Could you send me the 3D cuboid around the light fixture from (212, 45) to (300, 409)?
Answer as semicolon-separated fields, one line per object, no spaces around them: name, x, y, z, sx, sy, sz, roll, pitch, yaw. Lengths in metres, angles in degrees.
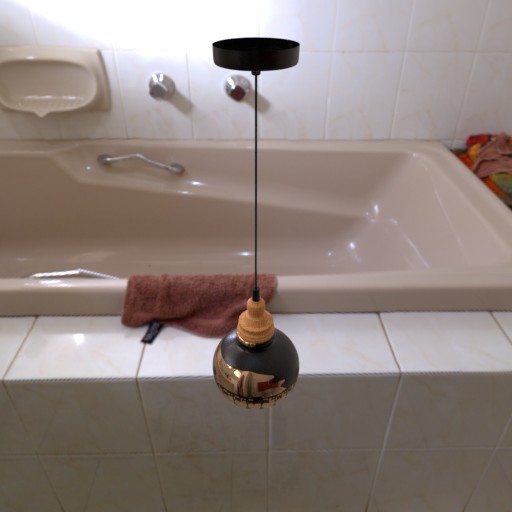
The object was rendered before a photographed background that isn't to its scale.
light fixture;0.000;0.000;1.840;0.430;1.606;0.430;1;34;1
